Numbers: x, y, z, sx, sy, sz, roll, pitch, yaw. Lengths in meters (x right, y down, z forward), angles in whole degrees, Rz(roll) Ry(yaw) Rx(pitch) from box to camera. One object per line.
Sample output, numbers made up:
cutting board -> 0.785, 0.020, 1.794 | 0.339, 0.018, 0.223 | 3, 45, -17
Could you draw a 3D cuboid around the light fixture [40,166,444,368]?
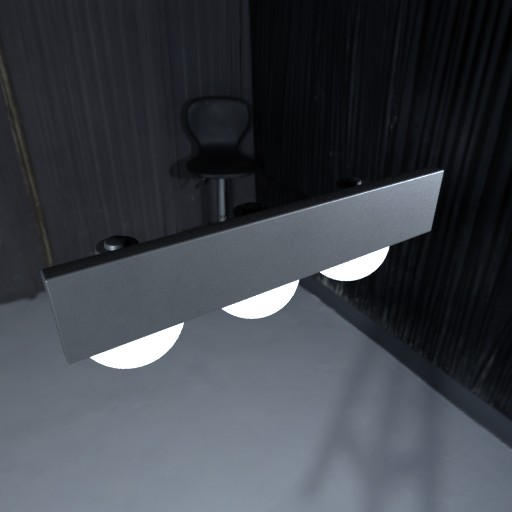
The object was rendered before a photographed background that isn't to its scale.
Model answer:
light fixture -> 0.000, 0.000, 0.826 | 0.721, 0.263, 0.218 | -18, 34, -28
